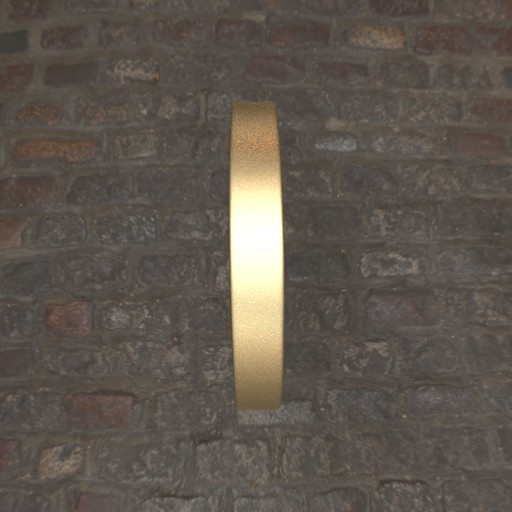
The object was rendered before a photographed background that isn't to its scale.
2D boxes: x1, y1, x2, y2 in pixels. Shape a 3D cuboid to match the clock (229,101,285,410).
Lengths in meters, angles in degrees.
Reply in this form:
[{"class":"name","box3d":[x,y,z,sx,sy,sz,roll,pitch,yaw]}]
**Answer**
[{"class":"clock","box3d":[0.000,0.000,0.477,0.040,0.314,0.314,-1,76,0]}]
